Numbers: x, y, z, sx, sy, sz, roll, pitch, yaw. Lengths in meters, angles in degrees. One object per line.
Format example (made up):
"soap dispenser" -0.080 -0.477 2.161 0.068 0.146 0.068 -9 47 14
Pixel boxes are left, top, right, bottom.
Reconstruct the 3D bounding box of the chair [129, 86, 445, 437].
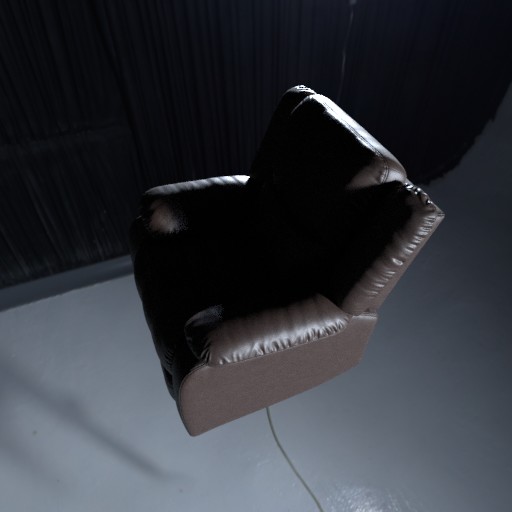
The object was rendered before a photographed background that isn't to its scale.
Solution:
"chair" 0.000 0.000 1.731 0.934 1.009 0.899 -17 49 -16
